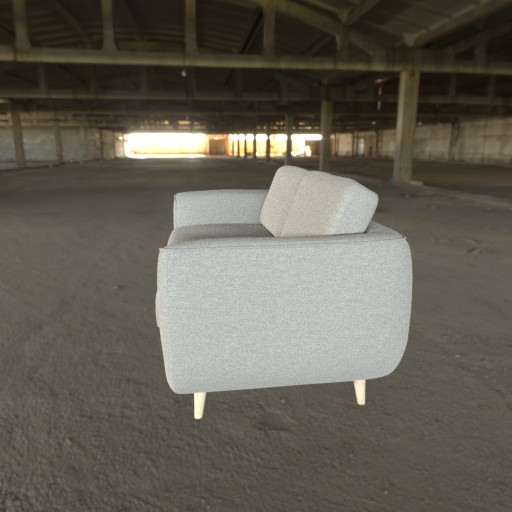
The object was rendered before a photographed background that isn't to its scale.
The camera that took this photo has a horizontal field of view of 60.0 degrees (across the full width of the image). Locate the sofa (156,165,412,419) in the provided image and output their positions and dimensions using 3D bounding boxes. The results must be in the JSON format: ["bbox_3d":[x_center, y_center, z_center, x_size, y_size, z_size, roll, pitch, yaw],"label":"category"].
[{"bbox_3d":[0.000,0.000,2.225,0.920,0.850,1.700,-2,14,-8],"label":"sofa"}]
